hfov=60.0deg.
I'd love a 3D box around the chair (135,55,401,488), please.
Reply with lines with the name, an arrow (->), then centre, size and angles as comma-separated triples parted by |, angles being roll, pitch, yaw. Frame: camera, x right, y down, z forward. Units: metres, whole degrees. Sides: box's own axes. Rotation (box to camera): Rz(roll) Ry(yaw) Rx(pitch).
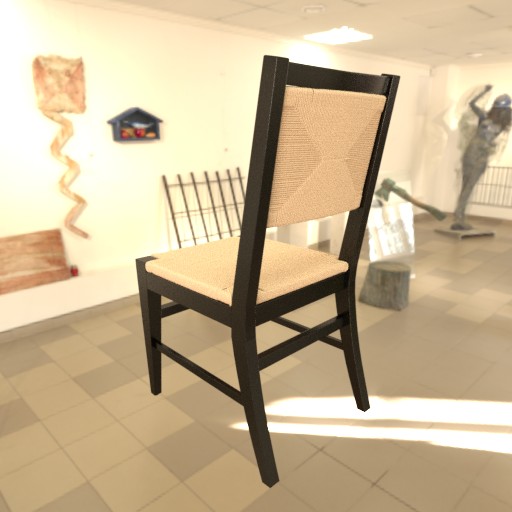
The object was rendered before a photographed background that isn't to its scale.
chair -> 0.000, 0.000, 1.221 | 0.437, 0.927, 0.552 | -15, 22, -42
